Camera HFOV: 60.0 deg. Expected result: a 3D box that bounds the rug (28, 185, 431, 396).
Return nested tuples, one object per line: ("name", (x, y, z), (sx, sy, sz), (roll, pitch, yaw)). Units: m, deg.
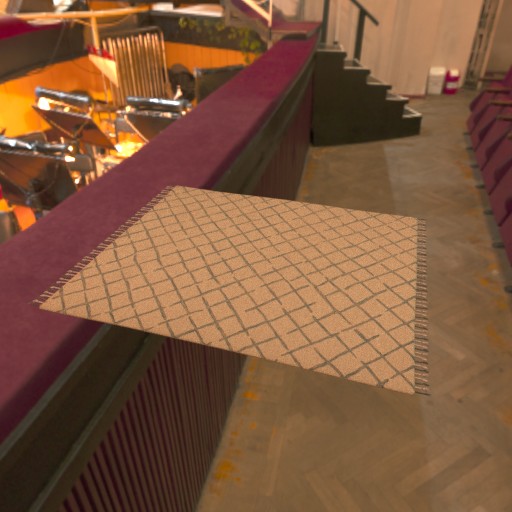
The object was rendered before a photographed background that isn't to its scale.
("rug", (0.000, 0.000, 4.836), (3.585, 0.036, 2.892), (10, 34, 15))
